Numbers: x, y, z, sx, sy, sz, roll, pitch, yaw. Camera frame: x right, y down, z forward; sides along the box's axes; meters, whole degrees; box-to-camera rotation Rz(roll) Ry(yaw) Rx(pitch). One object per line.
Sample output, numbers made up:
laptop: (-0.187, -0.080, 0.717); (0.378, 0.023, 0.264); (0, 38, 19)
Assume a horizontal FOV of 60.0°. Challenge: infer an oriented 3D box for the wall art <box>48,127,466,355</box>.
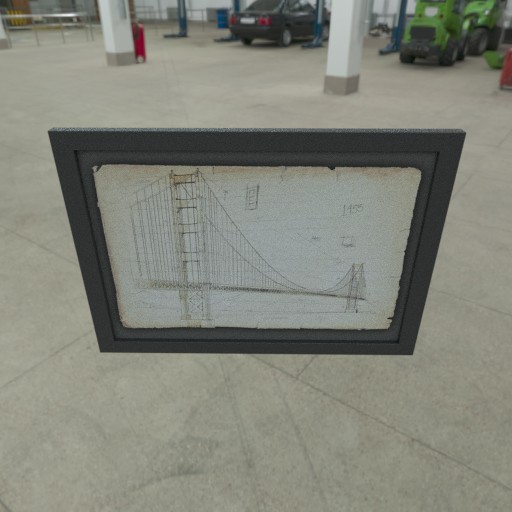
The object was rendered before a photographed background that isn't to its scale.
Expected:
wall art: (0.000, 0.000, 0.541); (0.432, 0.306, 0.016); (0, 31, 1)
